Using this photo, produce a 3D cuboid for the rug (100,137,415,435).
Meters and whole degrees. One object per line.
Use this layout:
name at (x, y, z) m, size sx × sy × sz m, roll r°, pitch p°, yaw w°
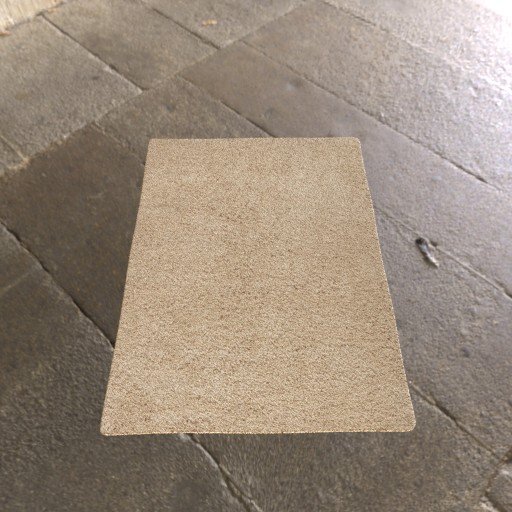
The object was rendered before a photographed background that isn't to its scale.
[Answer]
rug at (0.000, 0.000, 2.112) m, size 1.199 × 0.025 × 1.600 m, roll -1°, pitch 57°, yaw 0°
